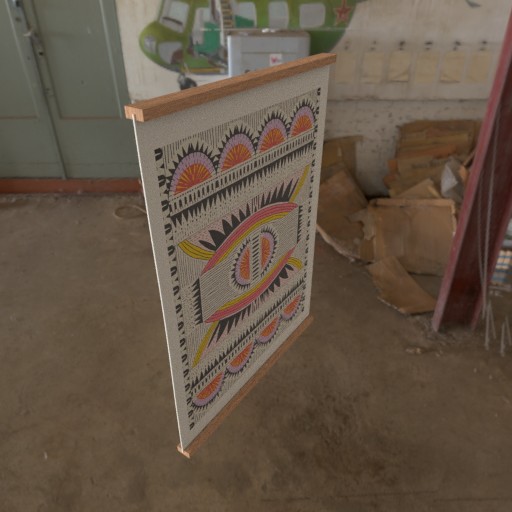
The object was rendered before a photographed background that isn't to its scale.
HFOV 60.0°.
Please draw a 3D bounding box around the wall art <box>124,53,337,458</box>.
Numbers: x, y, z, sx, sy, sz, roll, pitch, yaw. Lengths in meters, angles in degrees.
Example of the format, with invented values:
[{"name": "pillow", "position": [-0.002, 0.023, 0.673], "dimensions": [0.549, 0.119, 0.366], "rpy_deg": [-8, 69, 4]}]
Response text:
[{"name": "wall art", "position": [0.000, 0.000, 0.789], "dimensions": [0.028, 0.609, 0.456], "rpy_deg": [21, 38, 29]}]
